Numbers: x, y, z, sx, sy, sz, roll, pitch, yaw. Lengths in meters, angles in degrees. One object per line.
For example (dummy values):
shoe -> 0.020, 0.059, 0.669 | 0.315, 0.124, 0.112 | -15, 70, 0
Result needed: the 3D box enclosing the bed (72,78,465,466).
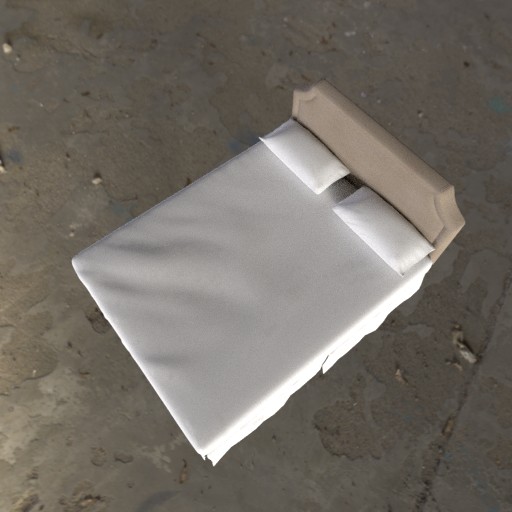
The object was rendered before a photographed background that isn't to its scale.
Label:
bed -> 0.000, 0.000, 3.574 | 2.498, 1.293, 1.977 | -35, 68, -16
